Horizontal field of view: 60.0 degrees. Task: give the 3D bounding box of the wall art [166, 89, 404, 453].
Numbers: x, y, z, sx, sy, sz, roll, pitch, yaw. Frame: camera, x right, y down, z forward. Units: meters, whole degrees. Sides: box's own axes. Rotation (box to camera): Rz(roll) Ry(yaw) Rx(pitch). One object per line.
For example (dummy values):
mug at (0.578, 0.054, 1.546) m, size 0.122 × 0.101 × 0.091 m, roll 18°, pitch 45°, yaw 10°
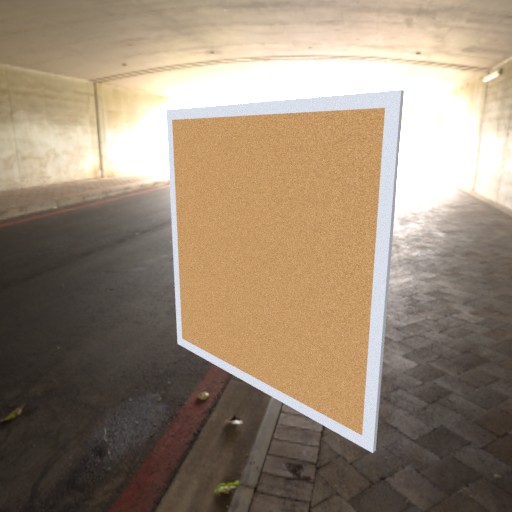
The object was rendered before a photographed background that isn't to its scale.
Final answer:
wall art at (0.000, 0.000, 1.236) m, size 0.013 × 0.813 × 0.812 m, roll -14°, pitch 20°, yaw -42°
